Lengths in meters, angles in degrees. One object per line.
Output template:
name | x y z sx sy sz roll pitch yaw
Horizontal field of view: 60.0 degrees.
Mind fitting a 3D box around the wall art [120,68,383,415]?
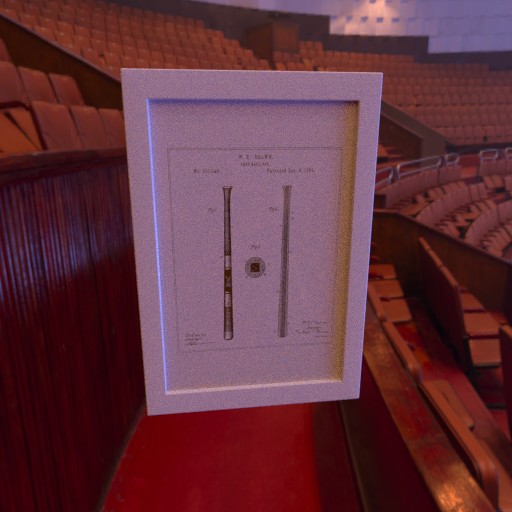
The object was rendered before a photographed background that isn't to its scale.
wall art | 0.000 0.000 0.622 0.329 0.482 0.011 -2 16 -7
